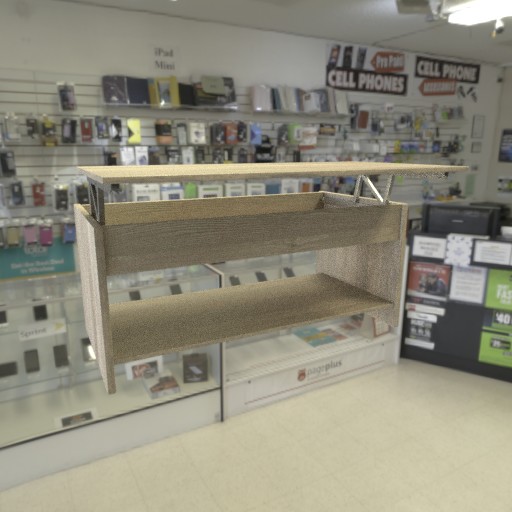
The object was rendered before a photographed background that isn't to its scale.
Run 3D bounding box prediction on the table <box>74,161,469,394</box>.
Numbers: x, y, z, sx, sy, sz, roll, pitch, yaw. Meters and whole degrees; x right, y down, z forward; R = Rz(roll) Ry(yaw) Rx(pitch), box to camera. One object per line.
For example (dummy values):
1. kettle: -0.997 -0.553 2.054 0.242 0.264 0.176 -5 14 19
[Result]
1. table: 0.000 0.000 1.420 1.000 0.570 0.712 -7 15 -26
